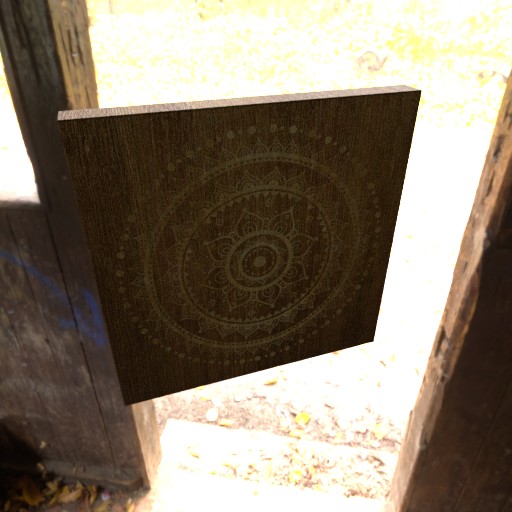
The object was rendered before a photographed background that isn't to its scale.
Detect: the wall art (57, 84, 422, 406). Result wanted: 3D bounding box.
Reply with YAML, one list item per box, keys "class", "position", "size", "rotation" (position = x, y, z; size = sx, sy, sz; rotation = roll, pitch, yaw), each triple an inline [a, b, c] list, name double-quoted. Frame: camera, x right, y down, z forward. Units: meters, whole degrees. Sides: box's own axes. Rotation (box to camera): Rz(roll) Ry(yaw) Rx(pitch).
- class: "wall art"
  position: [0.000, 0.000, 0.591]
  size: [0.406, 0.403, 0.039]
  rotation: [-10, 33, -16]
